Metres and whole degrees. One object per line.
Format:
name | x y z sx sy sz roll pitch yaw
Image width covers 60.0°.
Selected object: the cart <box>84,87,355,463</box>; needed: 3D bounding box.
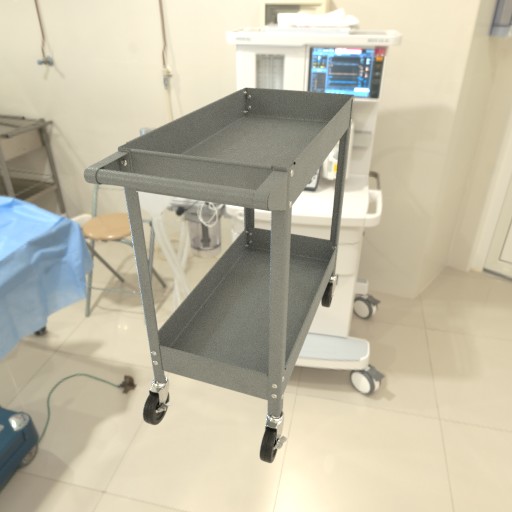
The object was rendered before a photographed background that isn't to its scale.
cart | 0.000 0.000 1.191 0.366 0.719 0.779 10 32 17
